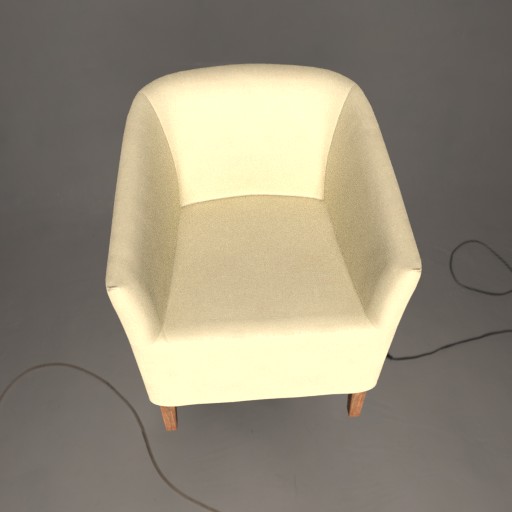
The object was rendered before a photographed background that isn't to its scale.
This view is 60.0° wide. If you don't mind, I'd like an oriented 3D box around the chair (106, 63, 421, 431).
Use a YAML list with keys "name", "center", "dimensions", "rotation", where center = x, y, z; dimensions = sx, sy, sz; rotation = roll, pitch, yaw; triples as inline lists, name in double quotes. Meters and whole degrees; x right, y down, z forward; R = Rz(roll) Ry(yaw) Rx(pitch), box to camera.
- name: "chair"
  center: [0.000, 0.000, 1.263]
  dimensions: [0.643, 0.822, 0.657]
  rotation: [-3, 47, -3]
